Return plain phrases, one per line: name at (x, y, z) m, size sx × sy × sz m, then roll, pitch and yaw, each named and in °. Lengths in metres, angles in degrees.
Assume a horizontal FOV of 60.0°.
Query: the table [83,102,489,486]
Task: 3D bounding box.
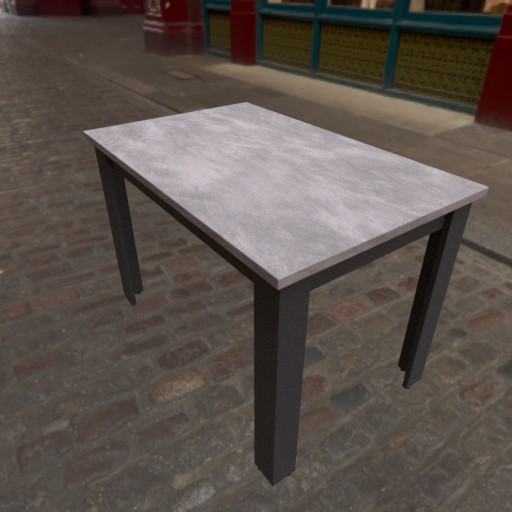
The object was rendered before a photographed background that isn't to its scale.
table at (0.000, 0.000, 1.552) m, size 0.700 × 0.734 × 1.100 m, roll -21°, pitch 38°, yaw -30°
